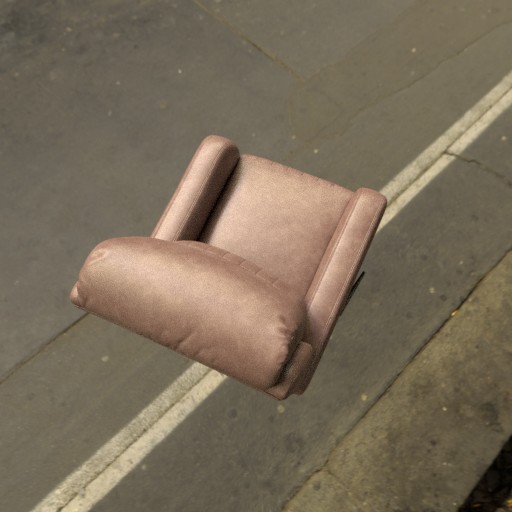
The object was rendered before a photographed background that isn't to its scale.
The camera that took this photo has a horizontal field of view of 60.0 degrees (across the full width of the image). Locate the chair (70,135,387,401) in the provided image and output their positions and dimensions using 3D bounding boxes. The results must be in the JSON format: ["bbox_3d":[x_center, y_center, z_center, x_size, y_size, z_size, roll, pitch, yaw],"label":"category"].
[{"bbox_3d":[0.000,0.000,1.762,0.865,1.067,1.067,22,66,11],"label":"chair"}]
